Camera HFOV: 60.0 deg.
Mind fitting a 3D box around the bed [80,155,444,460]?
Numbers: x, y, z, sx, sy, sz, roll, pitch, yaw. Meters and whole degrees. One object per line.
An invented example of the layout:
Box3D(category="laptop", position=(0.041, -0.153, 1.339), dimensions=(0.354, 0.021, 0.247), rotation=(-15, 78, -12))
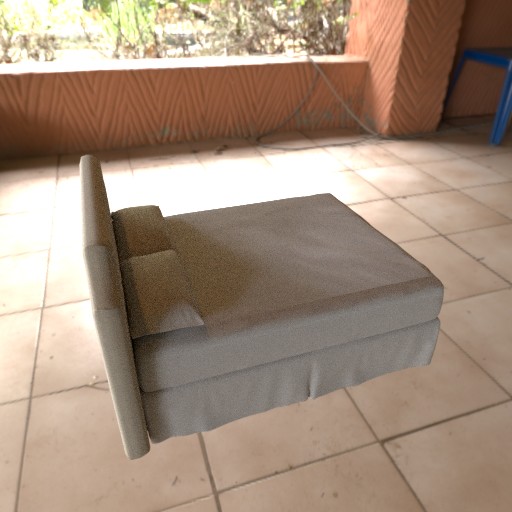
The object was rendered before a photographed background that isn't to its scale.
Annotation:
Box3D(category="bed", position=(0.000, 0.000, 3.195), dimensions=(2.164, 1.297, 1.828), rotation=(-10, 33, -16))
